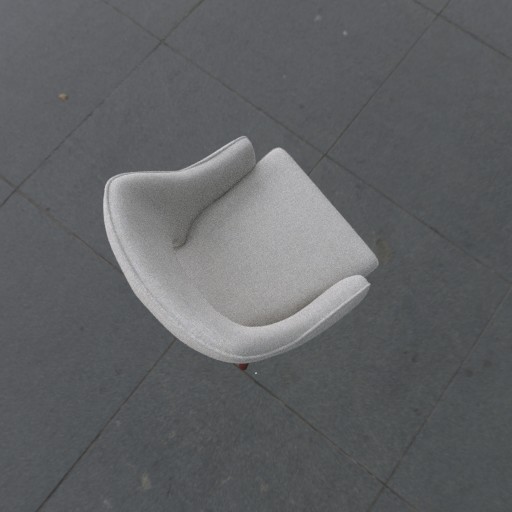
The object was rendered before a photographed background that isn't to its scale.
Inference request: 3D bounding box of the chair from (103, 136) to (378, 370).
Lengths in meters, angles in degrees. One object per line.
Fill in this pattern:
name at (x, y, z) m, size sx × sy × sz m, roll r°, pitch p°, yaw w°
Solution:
chair at (0.000, 0.000, 1.256) m, size 0.580 × 0.840 × 0.560 m, roll -36°, pitch 78°, yaw -9°
